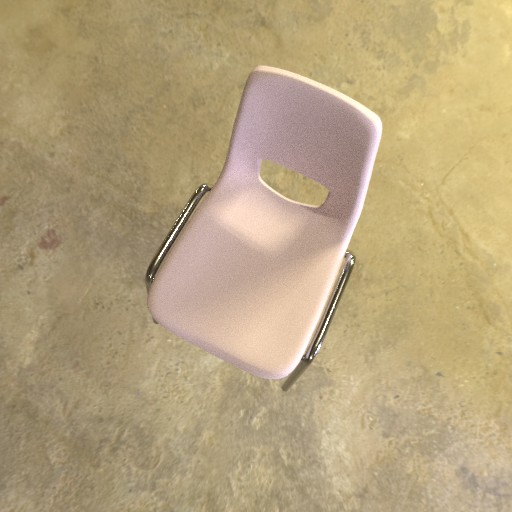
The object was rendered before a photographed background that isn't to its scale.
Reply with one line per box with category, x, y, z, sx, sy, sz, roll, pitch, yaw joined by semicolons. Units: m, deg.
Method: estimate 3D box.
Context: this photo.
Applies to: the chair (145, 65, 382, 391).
chair;0.000;0.000;0.807;0.354;0.537;0.385;26;77;6
